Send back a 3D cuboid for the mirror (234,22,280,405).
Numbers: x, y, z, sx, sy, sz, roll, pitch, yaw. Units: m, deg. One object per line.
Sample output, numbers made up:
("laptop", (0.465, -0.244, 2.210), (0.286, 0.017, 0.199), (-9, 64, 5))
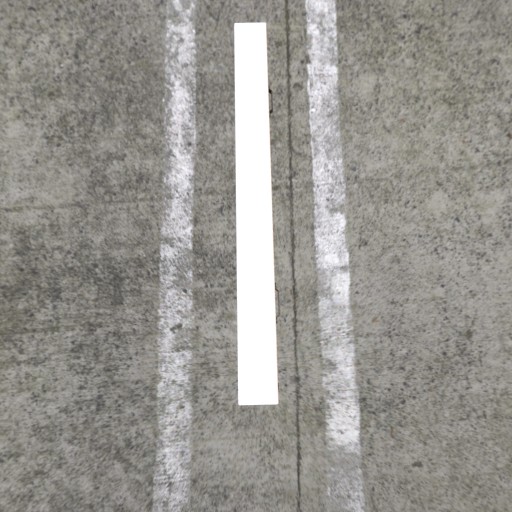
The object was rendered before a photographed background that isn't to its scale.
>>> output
("mirror", (0.000, 0.000, 0.688), (0.041, 0.508, 0.405), (-1, 75, 0))
